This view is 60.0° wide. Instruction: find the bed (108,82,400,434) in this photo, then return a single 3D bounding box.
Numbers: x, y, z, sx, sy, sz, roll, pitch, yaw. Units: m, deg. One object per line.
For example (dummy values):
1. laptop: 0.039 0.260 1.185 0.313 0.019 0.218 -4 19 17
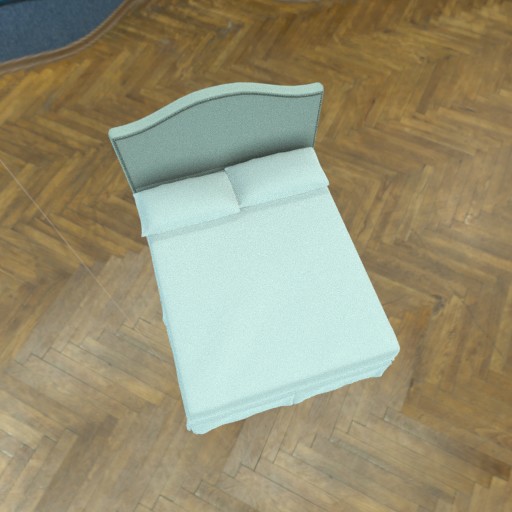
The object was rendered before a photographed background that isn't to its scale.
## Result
1. bed: 0.000 0.000 3.569 1.813 1.607 2.180 -15 64 -7
